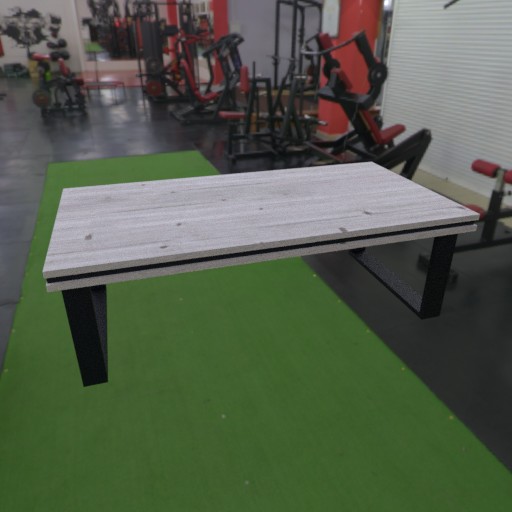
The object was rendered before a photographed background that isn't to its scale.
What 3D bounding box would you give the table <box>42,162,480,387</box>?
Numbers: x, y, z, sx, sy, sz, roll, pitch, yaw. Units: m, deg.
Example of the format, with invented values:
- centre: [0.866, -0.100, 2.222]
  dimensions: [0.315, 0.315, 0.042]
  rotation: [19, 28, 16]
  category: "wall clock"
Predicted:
- centre: [0.000, 0.000, 1.702]
  dimensions: [1.350, 0.450, 0.700]
  rotation: [-8, 28, -15]
  category: "table"
